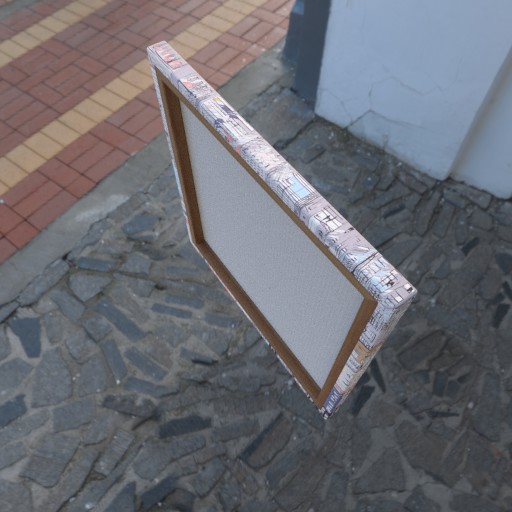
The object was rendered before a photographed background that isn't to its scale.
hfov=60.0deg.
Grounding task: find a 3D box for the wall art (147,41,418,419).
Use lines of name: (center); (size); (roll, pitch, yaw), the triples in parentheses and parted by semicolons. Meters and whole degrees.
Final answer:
wall art: (0.000, 0.000, 1.127); (0.048, 0.762, 0.761); (-31, 63, -18)
